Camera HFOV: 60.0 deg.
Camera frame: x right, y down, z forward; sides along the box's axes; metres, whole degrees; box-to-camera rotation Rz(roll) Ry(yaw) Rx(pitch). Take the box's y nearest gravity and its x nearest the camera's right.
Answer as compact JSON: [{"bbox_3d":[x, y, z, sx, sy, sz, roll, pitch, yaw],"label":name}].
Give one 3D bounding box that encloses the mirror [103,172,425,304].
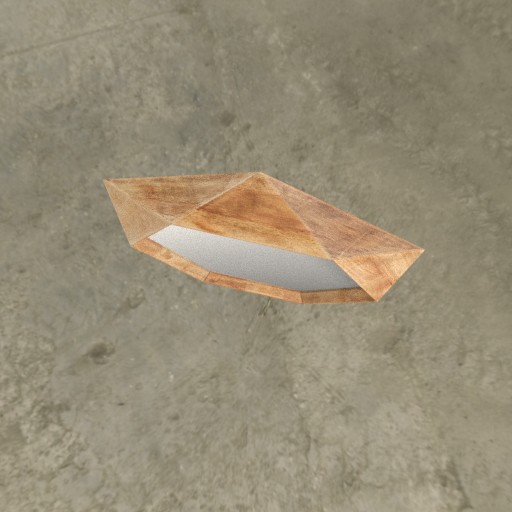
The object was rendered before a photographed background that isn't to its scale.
[{"bbox_3d":[0.000,0.000,1.083,0.675,0.779,0.091,13,75,3],"label":"mirror"}]
